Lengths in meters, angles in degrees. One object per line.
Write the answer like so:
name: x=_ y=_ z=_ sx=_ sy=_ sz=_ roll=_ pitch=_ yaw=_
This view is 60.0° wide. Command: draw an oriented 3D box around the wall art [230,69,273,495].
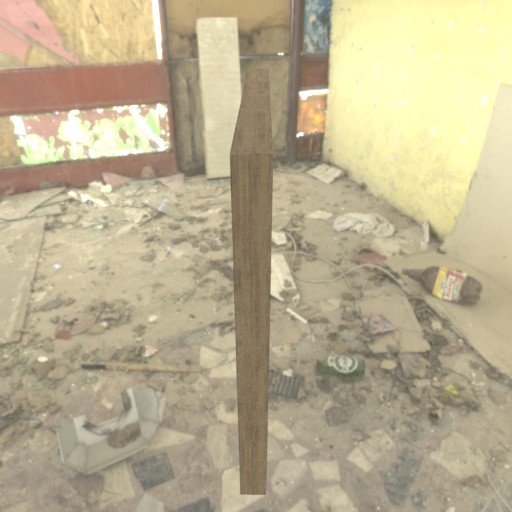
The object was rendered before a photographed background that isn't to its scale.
wall art: x=0.000 y=0.000 z=0.735 sx=0.038 sy=0.508 sz=0.508 roll=0 pitch=31 yaw=1
